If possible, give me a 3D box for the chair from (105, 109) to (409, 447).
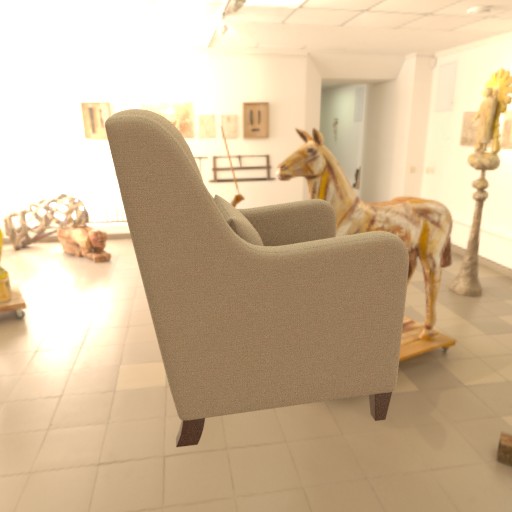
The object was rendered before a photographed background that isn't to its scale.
[{"bbox_3d":[0.000,0.000,1.622,0.896,1.017,0.715,-3,17,-10],"label":"chair"}]
